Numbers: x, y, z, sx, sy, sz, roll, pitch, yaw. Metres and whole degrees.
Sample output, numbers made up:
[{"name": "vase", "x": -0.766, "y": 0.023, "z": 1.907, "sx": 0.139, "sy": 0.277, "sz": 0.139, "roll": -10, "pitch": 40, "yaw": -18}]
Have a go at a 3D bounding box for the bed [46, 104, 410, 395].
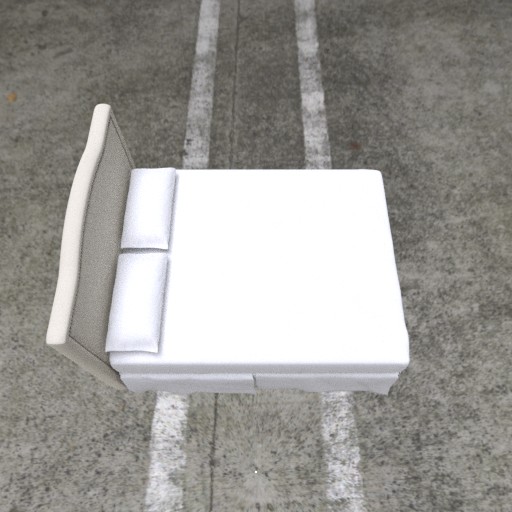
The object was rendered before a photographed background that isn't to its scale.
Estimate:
[{"name": "bed", "x": 0.000, "y": 0.000, "z": 3.219, "sx": 2.196, "sy": 1.449, "sz": 1.741, "roll": 0, "pitch": 64, "yaw": 0}]
